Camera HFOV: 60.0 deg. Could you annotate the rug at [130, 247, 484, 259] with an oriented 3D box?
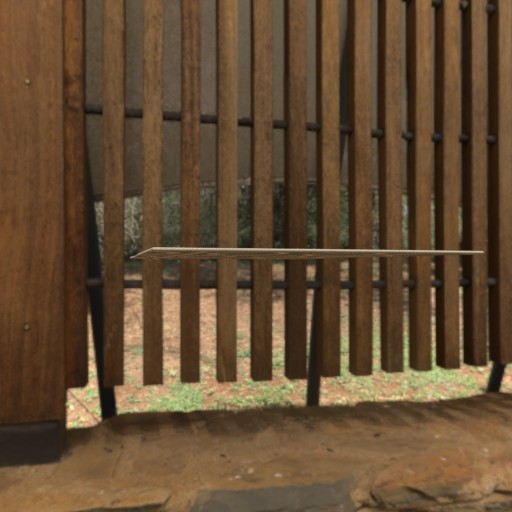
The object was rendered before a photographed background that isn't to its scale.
[{"bbox_3d":[0.000,0.000,2.926,1.528,0.014,2.294,0,-1,-18],"label":"rug"}]
